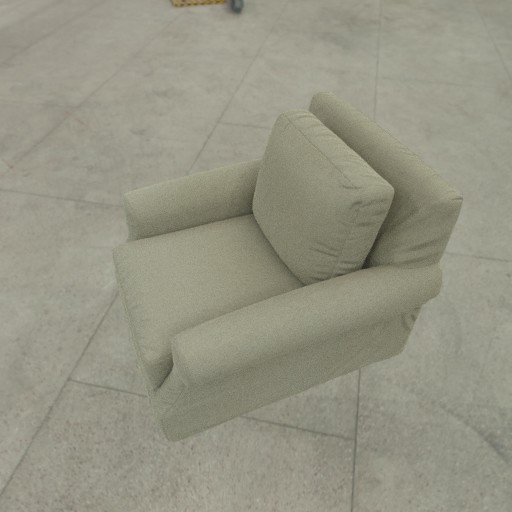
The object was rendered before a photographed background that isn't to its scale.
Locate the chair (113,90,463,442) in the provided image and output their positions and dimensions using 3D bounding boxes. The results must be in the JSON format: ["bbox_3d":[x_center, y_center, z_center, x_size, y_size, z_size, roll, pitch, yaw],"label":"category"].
[{"bbox_3d":[0.000,0.000,1.716,1.066,0.866,0.940,-17,47,-16],"label":"chair"}]
